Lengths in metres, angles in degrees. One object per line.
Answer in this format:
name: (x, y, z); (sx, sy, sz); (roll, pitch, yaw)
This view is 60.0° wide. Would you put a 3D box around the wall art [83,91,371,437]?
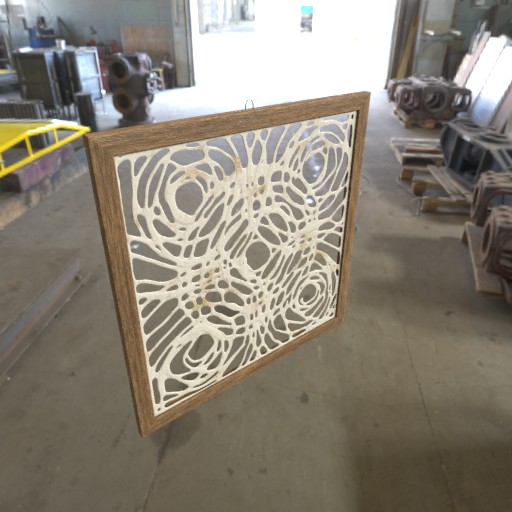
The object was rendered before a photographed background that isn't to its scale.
wall art: (0.000, 0.000, 0.850); (0.561, 0.576, 0.021); (-21, 35, -33)
